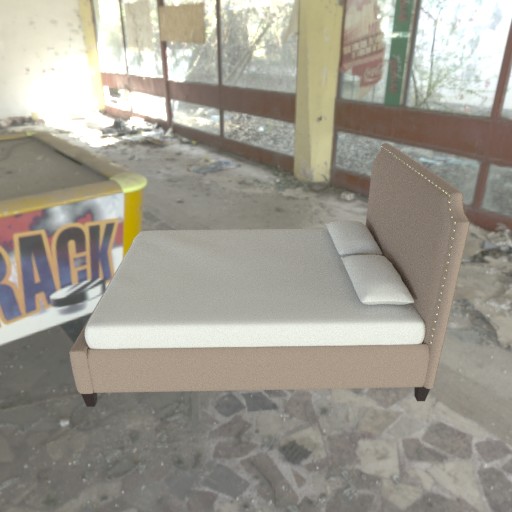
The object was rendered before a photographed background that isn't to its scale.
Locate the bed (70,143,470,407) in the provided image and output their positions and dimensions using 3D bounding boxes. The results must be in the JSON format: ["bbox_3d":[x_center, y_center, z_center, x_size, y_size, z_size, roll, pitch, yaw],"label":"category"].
[{"bbox_3d":[0.000,0.000,3.417,2.372,1.443,1.713,-1,25,-1],"label":"bed"}]
